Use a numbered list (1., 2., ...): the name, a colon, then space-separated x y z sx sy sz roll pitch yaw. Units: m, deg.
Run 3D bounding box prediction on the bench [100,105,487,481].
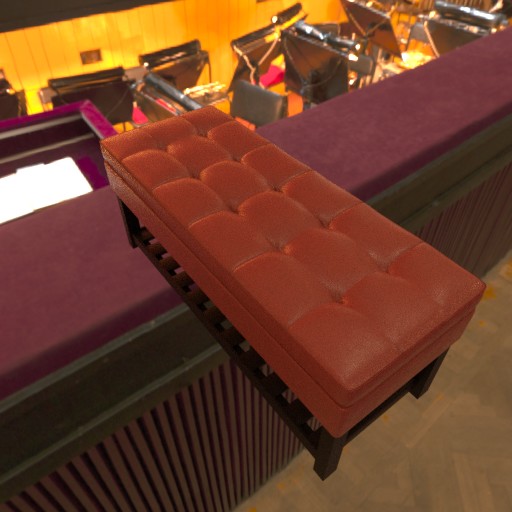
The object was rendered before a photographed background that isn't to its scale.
1. bench: 0.000 0.000 1.312 0.432 0.460 1.105 -27 50 -26
